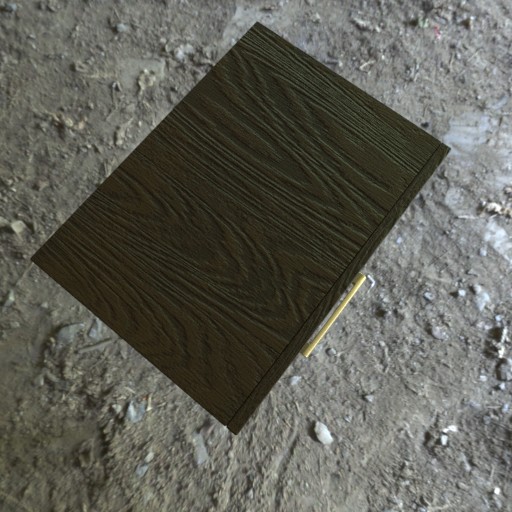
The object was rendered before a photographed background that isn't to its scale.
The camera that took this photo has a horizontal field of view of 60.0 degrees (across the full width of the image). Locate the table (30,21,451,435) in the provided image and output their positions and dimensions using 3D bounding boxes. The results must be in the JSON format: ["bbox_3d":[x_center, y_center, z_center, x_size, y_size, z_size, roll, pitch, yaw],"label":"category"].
[{"bbox_3d":[0.000,0.000,0.979,0.439,0.585,0.560,37,78,9],"label":"table"}]
